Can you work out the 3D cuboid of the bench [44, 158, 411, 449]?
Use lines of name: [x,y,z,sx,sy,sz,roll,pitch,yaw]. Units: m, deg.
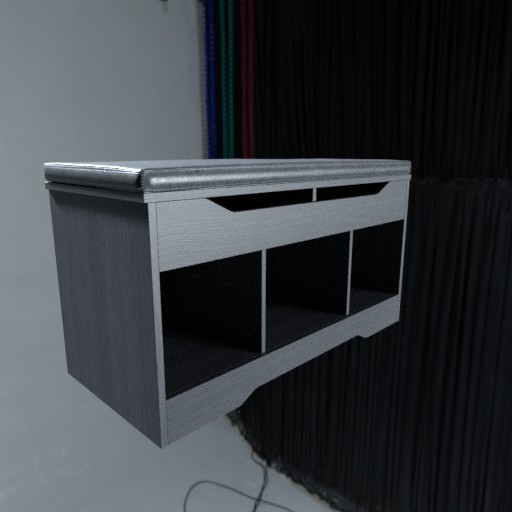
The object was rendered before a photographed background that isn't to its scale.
bench: [0.000,0.000,1.183,0.401,0.501,0.905,13,18,43]
